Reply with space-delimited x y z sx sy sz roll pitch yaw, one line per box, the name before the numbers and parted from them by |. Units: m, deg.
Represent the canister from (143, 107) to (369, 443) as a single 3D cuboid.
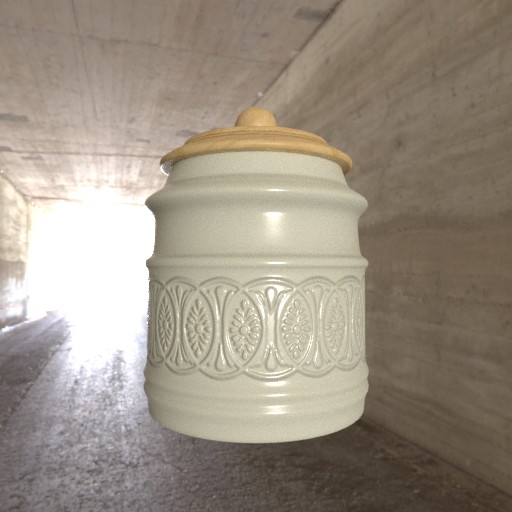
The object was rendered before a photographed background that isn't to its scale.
canister | 0.000 0.000 0.264 0.130 0.176 0.130 0 -1 0
